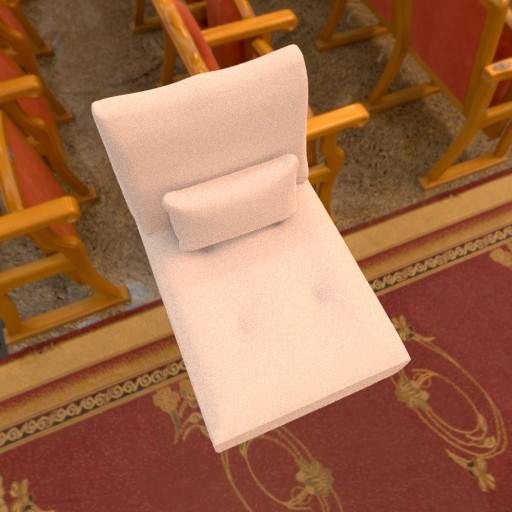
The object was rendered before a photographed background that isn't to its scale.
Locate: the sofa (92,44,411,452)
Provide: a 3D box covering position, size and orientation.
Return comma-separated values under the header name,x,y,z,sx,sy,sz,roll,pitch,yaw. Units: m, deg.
name,x,y,z,sx,sy,sz,roll,pitch,yaw
sofa,0.000,0.000,1.506,0.700,0.820,1.000,-20,65,-10
